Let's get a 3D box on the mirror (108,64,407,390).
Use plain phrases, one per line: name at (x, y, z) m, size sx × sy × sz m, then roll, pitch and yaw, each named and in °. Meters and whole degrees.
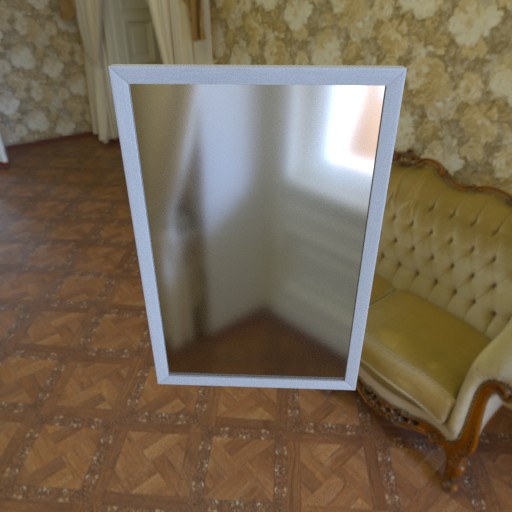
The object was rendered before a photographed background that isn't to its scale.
mirror at (0.000, 0.000, 1.151) m, size 0.609 × 0.915 × 0.040 m, roll 1°, pitch 30°, yaw 2°
